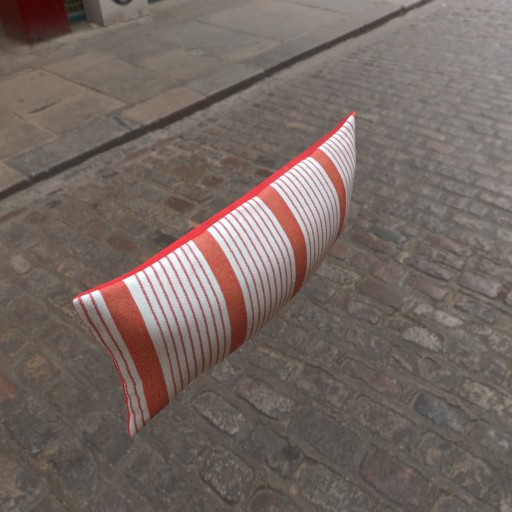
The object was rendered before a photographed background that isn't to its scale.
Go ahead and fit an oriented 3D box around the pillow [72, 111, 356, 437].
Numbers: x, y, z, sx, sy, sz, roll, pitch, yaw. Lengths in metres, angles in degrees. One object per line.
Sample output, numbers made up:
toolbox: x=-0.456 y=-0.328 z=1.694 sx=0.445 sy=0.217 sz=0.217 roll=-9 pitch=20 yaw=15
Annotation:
pillow: x=0.000 y=0.000 z=0.734 sx=0.151 sy=0.297 sz=0.608 roll=27 pitch=48 yaw=27
